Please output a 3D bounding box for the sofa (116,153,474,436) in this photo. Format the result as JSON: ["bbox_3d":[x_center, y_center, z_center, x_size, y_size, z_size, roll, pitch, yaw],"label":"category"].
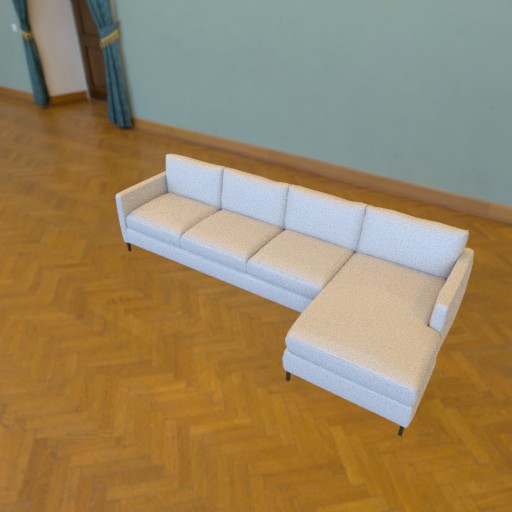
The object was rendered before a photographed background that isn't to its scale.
[{"bbox_3d":[0.000,0.000,3.227,2.731,0.755,1.258,20,38,28],"label":"sofa"}]
